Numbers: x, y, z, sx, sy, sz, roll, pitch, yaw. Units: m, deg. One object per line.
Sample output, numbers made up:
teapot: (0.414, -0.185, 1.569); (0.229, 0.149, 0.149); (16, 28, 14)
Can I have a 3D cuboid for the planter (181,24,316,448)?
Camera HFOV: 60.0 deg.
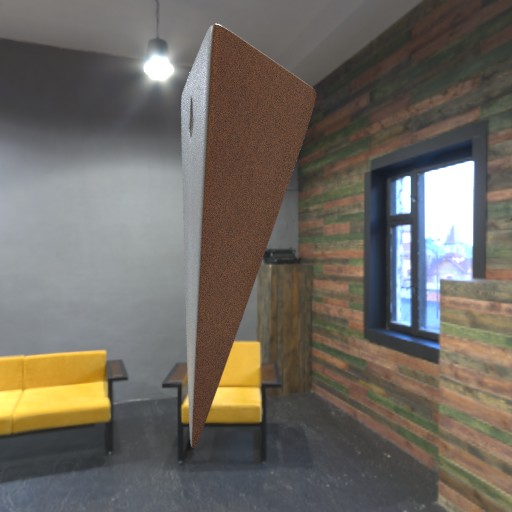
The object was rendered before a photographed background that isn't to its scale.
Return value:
planter: (0.000, 0.000, 0.157); (0.047, 0.130, 0.058); (0, 0, -18)
